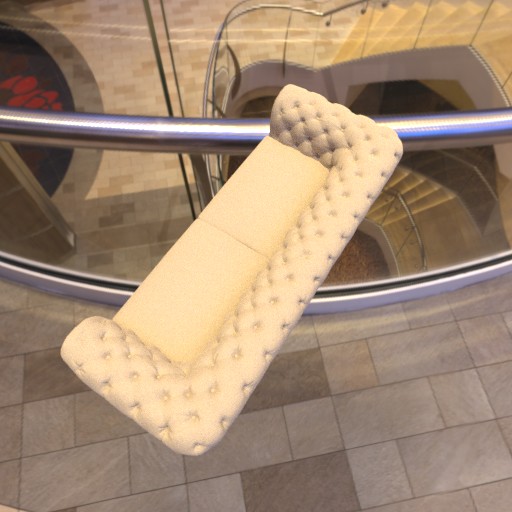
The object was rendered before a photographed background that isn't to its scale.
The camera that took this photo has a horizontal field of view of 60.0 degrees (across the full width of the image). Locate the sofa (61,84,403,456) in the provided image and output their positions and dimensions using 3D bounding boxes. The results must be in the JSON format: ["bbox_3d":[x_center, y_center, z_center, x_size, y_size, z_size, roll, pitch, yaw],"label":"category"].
[{"bbox_3d":[0.000,0.000,3.224,1.076,0.847,2.694,30,67,14],"label":"sofa"}]
